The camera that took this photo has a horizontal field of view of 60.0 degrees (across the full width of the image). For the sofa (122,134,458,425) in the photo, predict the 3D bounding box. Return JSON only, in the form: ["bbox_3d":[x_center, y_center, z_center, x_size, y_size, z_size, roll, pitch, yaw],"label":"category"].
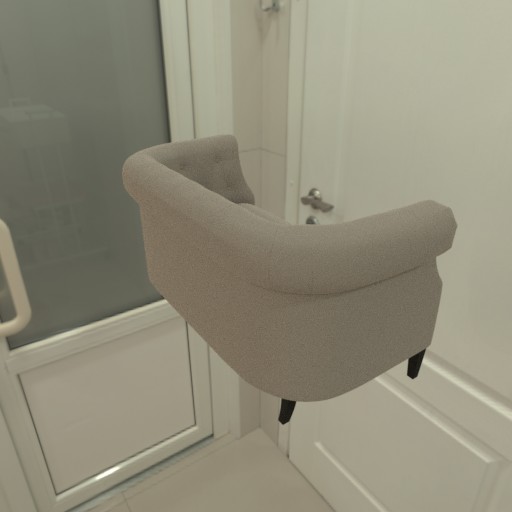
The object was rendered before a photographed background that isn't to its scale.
[{"bbox_3d":[0.000,0.000,2.054,0.835,0.827,1.558,-17,32,-31],"label":"sofa"}]
